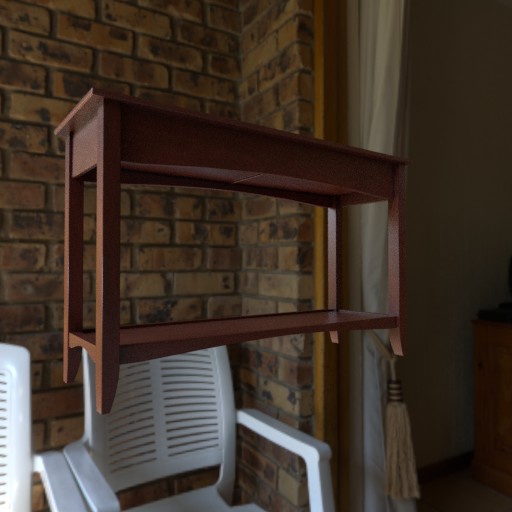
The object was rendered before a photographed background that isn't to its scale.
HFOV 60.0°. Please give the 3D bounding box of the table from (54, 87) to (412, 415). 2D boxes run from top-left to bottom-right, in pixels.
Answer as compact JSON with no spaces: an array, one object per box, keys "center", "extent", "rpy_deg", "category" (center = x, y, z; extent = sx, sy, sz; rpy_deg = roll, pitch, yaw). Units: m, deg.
[{"center":[0.000,0.000,1.491],"extent":[1.188,0.739,0.392],"rpy_deg":[1,-1,-36],"category":"table"}]
